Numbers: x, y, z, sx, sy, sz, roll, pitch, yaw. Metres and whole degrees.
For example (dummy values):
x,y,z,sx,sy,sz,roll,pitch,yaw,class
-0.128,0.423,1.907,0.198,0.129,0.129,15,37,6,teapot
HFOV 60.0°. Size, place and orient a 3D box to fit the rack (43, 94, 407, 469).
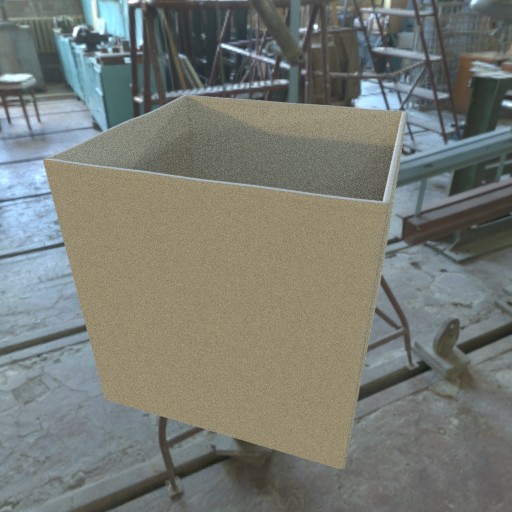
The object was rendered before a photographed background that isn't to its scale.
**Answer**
x,y,z,sx,sy,sz,roll,pitch,yaw,class
0.000,0.000,0.490,0.270,0.280,0.270,10,33,16,rack
